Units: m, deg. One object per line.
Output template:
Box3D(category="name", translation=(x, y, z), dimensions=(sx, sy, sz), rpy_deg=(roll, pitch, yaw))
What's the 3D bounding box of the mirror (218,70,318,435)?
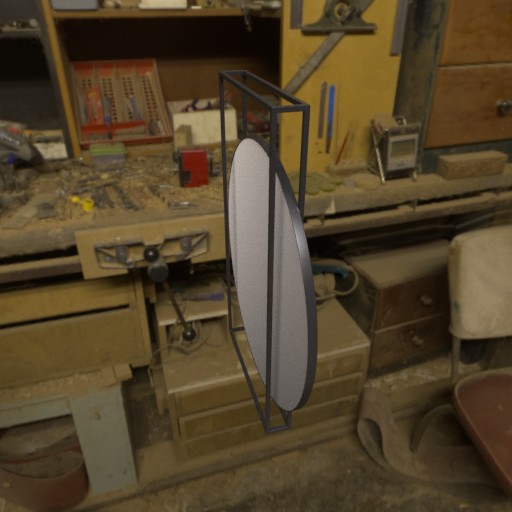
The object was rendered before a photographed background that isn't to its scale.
Box3D(category="mirror", translation=(0.000, 0.000, 0.826), dimensions=(0.051, 0.603, 0.508), rpy_deg=(-8, 31, -14))
